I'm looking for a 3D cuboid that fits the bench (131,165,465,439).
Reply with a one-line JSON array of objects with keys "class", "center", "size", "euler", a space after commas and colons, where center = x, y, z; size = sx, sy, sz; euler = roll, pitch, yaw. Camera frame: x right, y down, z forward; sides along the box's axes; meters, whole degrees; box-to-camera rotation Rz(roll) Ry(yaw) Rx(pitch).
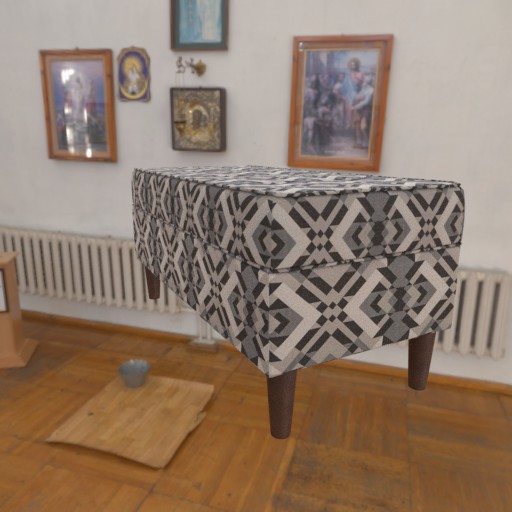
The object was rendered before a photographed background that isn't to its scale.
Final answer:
[{"class": "bench", "center": [0.000, 0.000, 1.294], "size": [0.492, 0.477, 1.016], "euler": [-7, 16, -27]}]
